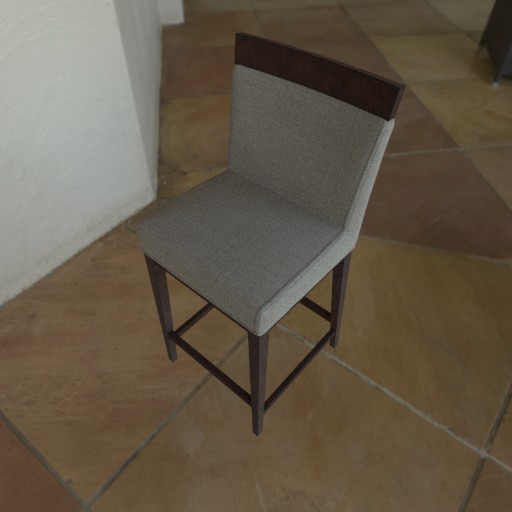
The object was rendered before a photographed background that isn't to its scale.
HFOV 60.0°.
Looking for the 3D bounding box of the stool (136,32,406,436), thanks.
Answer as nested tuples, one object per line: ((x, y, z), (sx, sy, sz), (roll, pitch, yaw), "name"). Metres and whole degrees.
((0.000, 0.000, 1.409), (0.511, 1.117, 0.531), (32, 54, 27), "stool")
